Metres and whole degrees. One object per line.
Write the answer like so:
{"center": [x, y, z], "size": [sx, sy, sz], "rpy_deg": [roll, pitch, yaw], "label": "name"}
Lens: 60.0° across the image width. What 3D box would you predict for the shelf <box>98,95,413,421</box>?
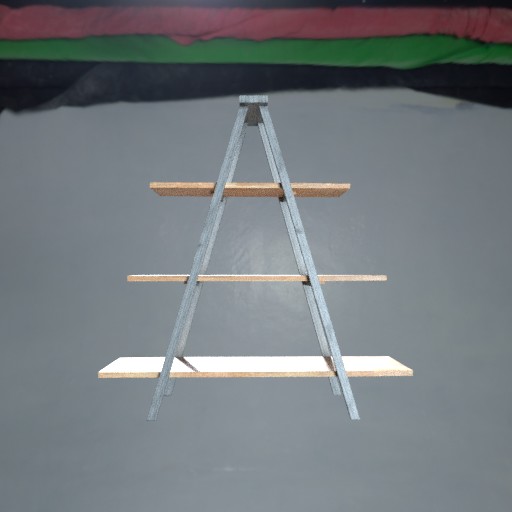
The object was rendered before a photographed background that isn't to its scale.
{"center": [0.000, 0.000, 2.693], "size": [1.746, 1.808, 0.508], "rpy_deg": [0, -2, -1], "label": "shelf"}
